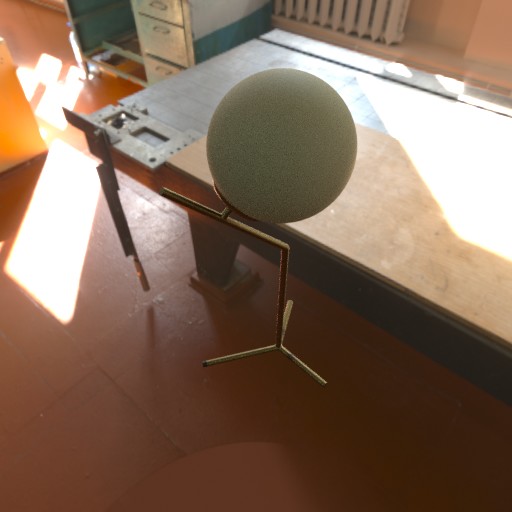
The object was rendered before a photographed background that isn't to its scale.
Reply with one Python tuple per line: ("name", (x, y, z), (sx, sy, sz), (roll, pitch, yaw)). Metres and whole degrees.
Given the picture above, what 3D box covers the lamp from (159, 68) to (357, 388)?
("lamp", (0.000, 0.000, 0.679), (0.251, 0.552, 0.210), (-11, 47, -10))
